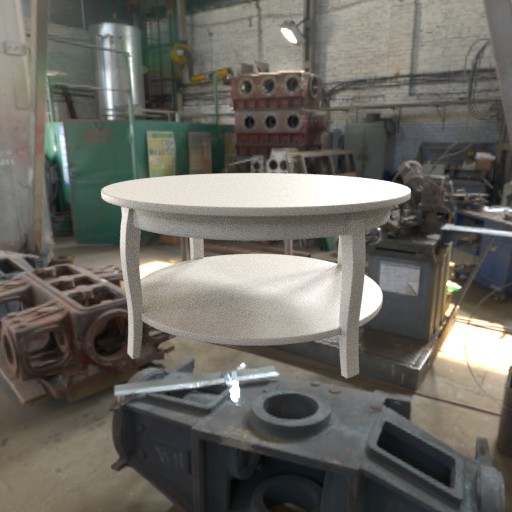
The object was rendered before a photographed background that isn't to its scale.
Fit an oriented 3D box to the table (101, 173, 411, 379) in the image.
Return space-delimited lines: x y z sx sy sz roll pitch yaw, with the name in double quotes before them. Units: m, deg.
"table" 0.000 0.000 1.433 0.910 0.457 0.910 0 15 0
